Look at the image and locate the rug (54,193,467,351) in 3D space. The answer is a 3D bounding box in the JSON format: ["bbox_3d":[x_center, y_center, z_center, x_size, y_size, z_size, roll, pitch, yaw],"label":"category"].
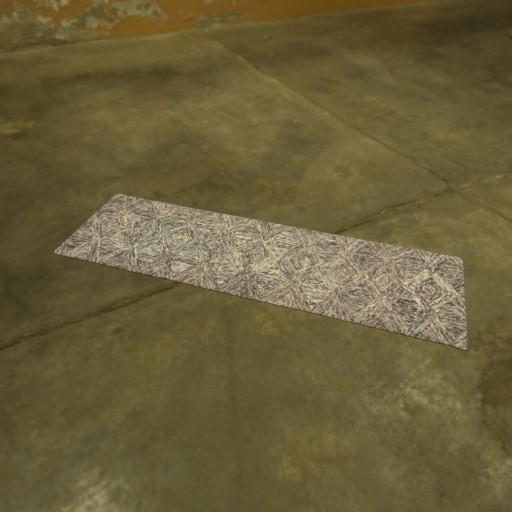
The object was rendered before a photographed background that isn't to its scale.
[{"bbox_3d":[0.000,0.000,2.597,2.305,0.013,0.719,12,41,14],"label":"rug"}]
